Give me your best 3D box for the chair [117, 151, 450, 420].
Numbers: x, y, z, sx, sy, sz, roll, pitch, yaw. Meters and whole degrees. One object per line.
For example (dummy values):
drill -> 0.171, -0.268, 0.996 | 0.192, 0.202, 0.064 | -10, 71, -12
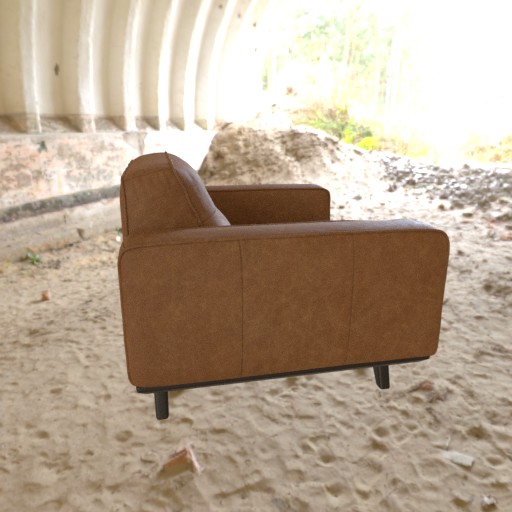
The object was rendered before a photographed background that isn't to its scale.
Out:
chair -> 0.000, 0.000, 1.734 | 0.952, 0.782, 1.118 | -4, 17, -12
